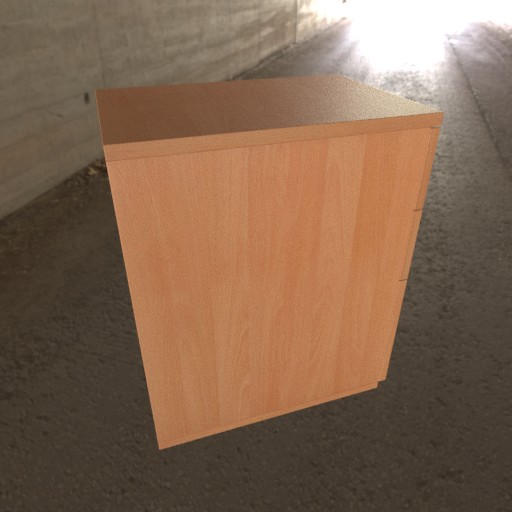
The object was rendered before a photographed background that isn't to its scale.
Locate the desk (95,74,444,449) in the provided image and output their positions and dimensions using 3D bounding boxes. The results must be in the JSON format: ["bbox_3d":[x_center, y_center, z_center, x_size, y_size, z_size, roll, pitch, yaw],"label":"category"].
[{"bbox_3d":[0.000,0.000,1.072,0.600,0.730,0.404,-10,33,-16],"label":"desk"}]
